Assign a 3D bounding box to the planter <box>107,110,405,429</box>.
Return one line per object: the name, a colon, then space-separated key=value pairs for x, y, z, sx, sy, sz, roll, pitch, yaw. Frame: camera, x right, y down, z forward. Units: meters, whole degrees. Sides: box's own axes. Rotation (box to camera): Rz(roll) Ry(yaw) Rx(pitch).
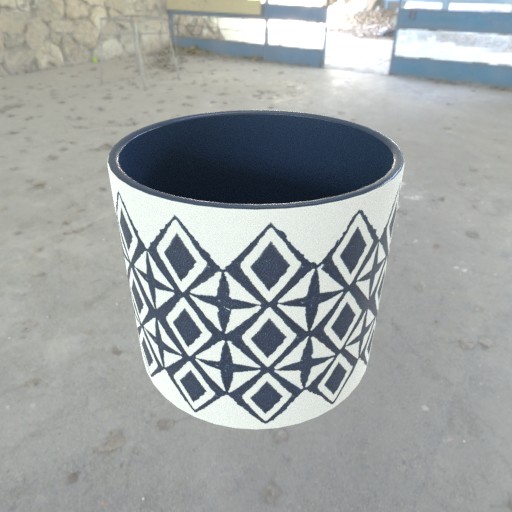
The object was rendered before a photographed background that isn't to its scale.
planter: x=0.000 y=0.000 z=0.398 sx=0.224 sy=0.203 sz=0.224 roll=0 pitch=32 yaw=0
